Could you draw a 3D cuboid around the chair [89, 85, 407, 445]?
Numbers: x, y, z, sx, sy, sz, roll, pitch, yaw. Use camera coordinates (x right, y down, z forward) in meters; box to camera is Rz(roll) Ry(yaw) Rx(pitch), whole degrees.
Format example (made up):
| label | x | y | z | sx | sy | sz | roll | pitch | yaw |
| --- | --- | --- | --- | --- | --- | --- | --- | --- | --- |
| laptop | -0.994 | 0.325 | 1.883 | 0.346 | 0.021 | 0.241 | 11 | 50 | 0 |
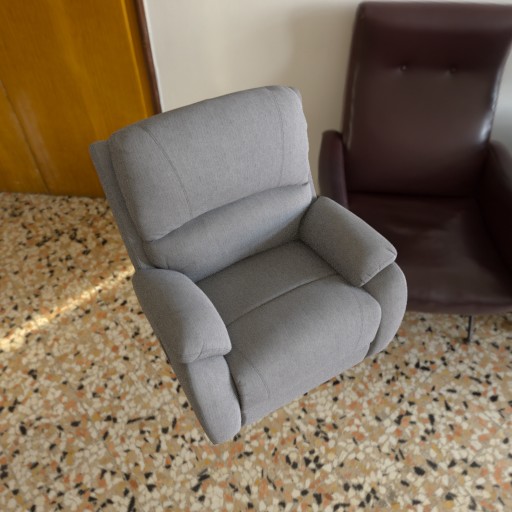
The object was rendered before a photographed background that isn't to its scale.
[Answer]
| label | x | y | z | sx | sy | sz | roll | pitch | yaw |
| --- | --- | --- | --- | --- | --- | --- | --- | --- | --- |
| chair | 0.000 | 0.000 | 1.744 | 0.930 | 1.011 | 0.899 | -23 | 52 | -20 |
